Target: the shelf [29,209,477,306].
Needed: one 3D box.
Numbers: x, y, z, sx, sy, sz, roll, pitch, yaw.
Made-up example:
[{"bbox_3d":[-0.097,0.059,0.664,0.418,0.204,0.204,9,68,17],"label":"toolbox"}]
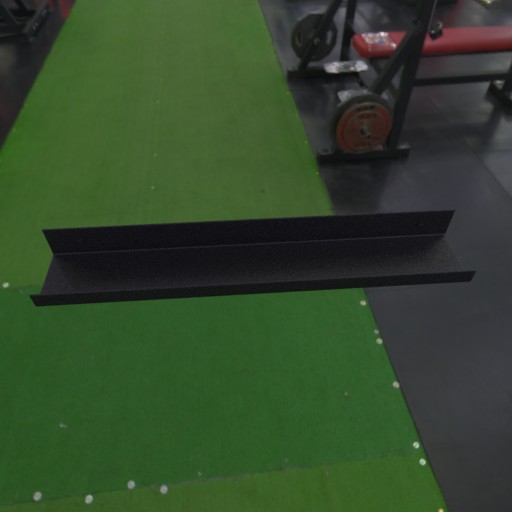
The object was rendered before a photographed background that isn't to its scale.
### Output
[{"bbox_3d":[0.000,0.000,0.632,0.605,0.053,0.102,-3,46,-3],"label":"shelf"}]
